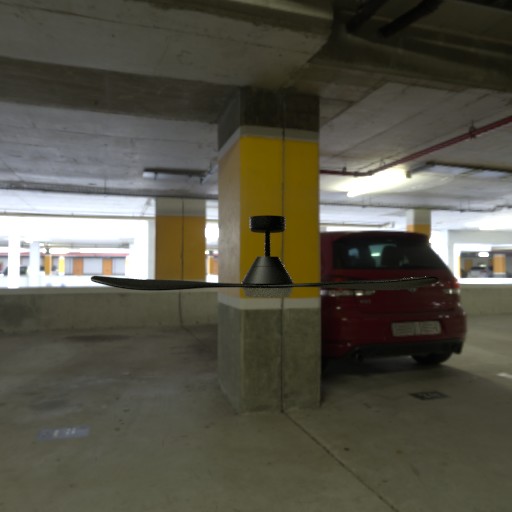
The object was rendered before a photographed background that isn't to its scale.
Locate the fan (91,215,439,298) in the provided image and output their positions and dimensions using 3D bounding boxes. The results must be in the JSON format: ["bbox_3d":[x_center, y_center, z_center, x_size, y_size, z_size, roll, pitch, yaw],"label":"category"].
[{"bbox_3d":[0.000,0.000,1.608,1.067,0.305,1.067,1,-2,-35],"label":"fan"}]
